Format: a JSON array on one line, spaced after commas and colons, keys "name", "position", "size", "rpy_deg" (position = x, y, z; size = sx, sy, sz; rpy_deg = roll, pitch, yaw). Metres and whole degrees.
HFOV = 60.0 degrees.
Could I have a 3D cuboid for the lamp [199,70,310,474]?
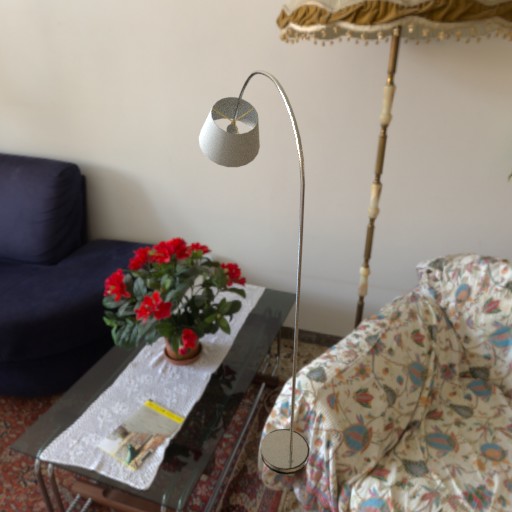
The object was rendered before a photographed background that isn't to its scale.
[{"name": "lamp", "position": [0.000, 0.000, 2.695], "size": [0.406, 2.098, 1.445], "rpy_deg": [-8, 27, -16]}]
